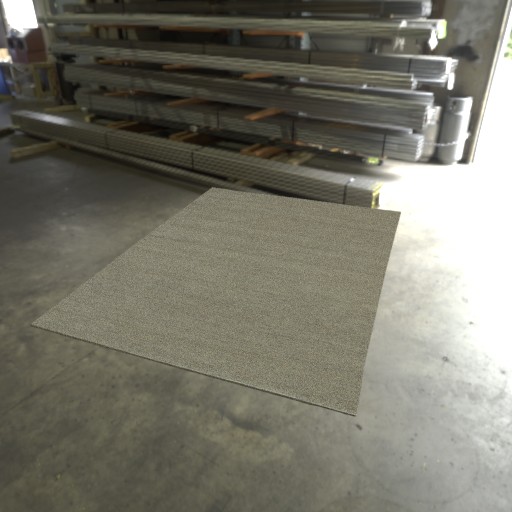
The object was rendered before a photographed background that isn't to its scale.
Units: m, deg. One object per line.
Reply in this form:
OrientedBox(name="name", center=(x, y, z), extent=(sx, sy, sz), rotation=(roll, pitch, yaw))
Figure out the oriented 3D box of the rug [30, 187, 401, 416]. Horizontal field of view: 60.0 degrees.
OrientedBox(name="rug", center=(0.000, 0.000, 4.806), extent=(2.757, 0.051, 3.626), rotation=(10, 30, 18))
